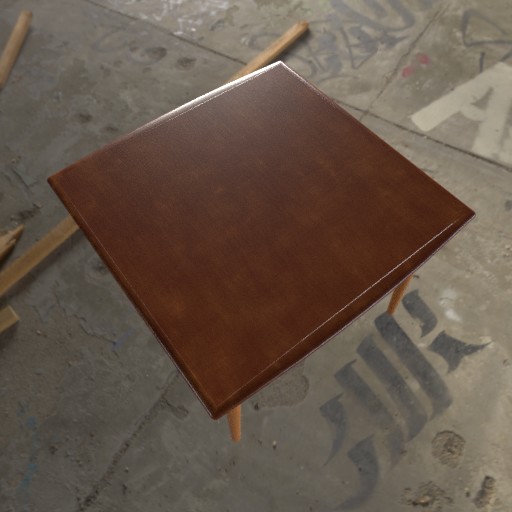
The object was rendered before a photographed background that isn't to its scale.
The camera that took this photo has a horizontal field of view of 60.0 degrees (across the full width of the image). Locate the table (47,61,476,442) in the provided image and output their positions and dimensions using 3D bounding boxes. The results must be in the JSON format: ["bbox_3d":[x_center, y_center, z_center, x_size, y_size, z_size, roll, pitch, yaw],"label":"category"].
[{"bbox_3d":[0.000,0.000,1.716,0.991,0.754,0.991,-34,65,-18],"label":"table"}]
